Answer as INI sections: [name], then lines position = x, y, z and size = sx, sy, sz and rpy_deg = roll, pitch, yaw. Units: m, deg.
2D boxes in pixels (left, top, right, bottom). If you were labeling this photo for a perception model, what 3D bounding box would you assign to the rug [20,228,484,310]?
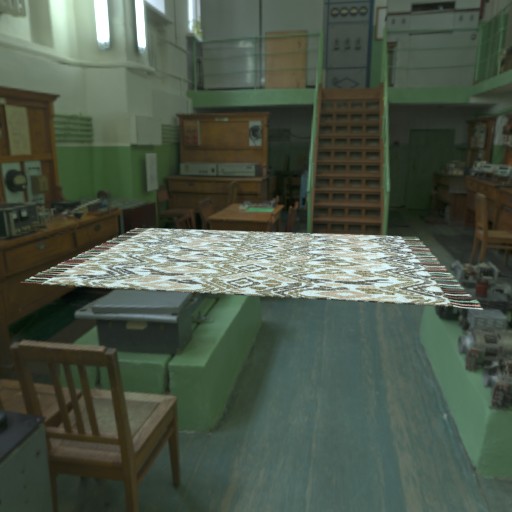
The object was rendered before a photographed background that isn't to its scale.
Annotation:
[rug]
position = 0.000, 0.000, 2.274
size = 1.829, 0.008, 1.219
rpy_deg = 2, 15, 9
